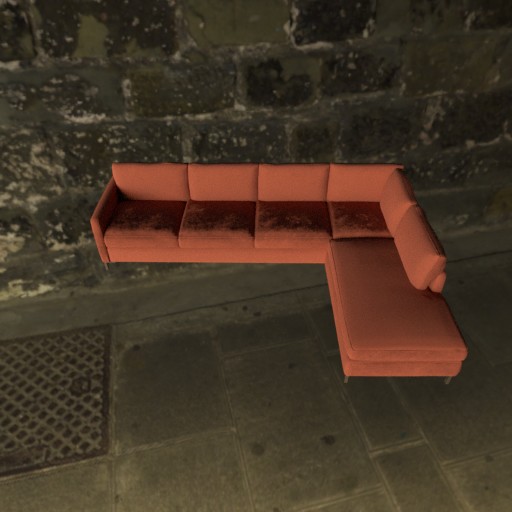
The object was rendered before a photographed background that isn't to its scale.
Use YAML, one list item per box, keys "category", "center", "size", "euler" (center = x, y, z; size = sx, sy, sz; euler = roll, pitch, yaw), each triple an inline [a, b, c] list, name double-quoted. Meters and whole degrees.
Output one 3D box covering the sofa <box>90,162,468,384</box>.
- category: "sofa"
  center: [0.000, 0.000, 3.514]
  size: [2.736, 0.757, 1.879]
  euler: [0, 41, 0]
